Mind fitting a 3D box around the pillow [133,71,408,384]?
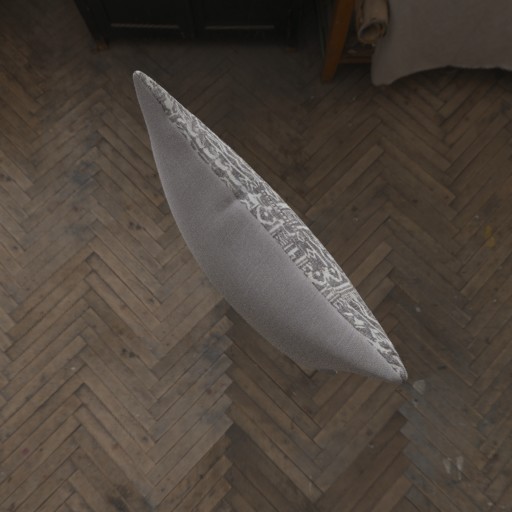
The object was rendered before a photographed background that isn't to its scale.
[{"bbox_3d":[0.000,0.000,0.792,0.180,0.487,0.546,-39,79,-9],"label":"pillow"}]
